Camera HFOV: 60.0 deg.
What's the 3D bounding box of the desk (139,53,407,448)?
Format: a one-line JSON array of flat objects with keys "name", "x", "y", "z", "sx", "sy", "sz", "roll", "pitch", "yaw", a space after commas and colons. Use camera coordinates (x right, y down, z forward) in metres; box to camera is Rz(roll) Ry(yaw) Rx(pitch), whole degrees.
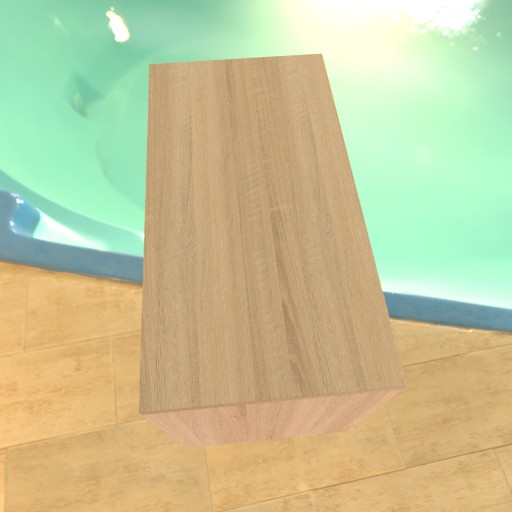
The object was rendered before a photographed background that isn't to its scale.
[{"name": "desk", "x": 0.000, "y": 0.000, "z": 1.528, "sx": 0.600, "sy": 0.731, "sz": 1.100, "roll": -5, "pitch": 61, "yaw": -3}]
